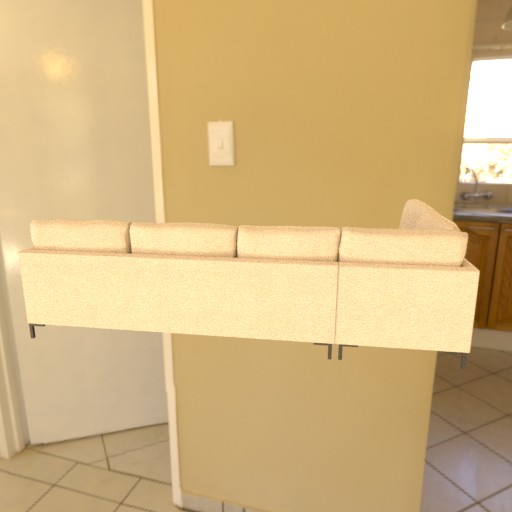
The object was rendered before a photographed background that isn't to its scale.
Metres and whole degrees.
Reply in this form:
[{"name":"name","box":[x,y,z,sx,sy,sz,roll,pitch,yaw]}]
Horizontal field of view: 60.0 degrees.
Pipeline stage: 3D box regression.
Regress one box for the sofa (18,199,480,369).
[{"name":"sofa","box":[0.000,0.000,4.186,3.384,0.996,2.048,2,15,9]}]
